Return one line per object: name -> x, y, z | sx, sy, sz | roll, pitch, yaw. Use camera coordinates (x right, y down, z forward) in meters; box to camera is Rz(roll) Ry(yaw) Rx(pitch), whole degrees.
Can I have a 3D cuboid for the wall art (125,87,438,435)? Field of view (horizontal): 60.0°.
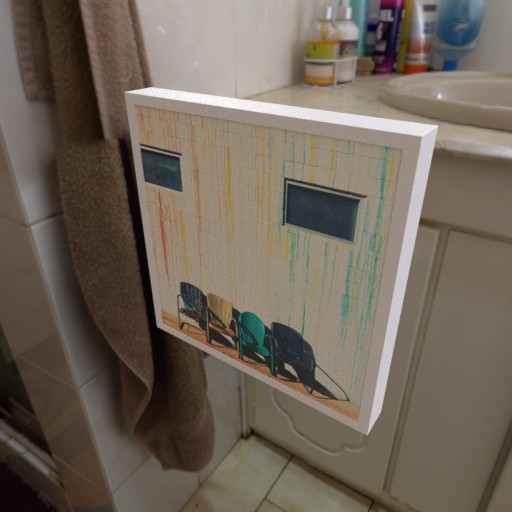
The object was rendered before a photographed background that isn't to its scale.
wall art -> 0.000, 0.000, 0.467 | 0.305, 0.305, 0.038 | 19, 35, 30
